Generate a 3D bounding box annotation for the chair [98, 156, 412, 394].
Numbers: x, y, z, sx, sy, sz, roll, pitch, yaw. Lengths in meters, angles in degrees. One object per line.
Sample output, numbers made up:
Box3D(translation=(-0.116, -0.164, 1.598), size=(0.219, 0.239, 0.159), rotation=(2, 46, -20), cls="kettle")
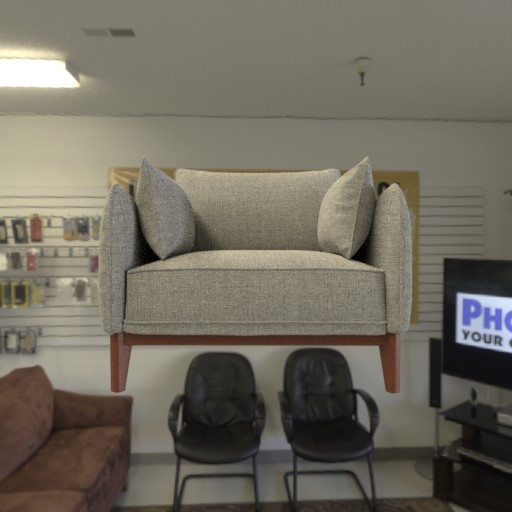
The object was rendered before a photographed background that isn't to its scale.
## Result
Box3D(translation=(0.000, 0.000, 1.784), size=(0.993, 0.839, 0.976), rotation=(0, 1, 0), cls="chair")
